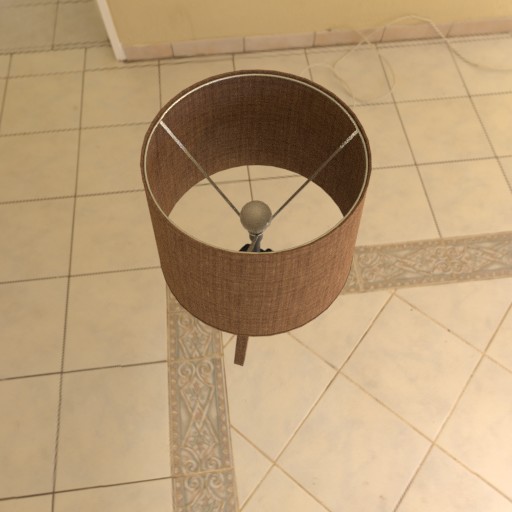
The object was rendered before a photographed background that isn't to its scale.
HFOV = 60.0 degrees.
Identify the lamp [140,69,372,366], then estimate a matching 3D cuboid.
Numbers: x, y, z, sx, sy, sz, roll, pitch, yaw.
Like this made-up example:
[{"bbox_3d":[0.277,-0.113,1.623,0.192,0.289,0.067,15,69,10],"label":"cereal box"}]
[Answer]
[{"bbox_3d":[0.000,0.000,0.708,0.290,0.514,0.290,0,64,0],"label":"lamp"}]
